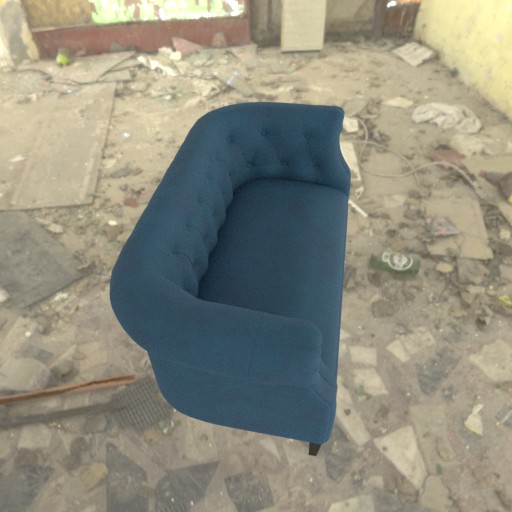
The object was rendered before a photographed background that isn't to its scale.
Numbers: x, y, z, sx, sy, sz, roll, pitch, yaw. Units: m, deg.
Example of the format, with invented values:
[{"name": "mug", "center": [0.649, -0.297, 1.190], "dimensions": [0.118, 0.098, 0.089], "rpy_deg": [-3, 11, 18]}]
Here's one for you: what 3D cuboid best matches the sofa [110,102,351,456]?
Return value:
[{"name": "sofa", "center": [0.000, 0.000, 2.043], "dimensions": [0.835, 0.827, 1.558], "rpy_deg": [8, 46, 7]}]
